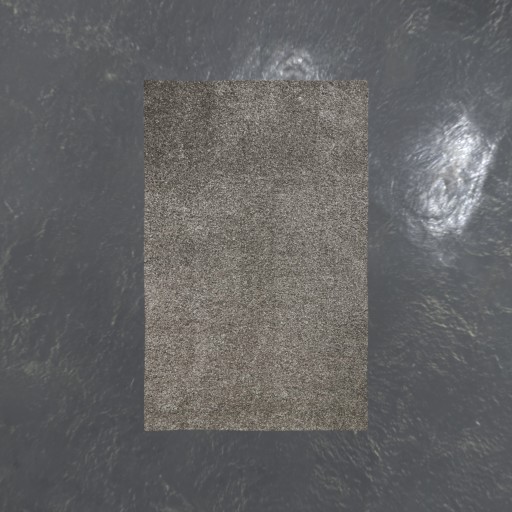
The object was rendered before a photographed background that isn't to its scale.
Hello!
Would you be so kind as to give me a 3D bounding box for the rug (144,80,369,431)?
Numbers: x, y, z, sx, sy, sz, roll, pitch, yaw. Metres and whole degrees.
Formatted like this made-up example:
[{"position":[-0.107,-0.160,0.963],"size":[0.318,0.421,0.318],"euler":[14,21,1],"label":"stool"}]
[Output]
[{"position":[0.000,0.000,2.976],"size":[1.501,0.025,2.352],"euler":[0,91,0],"label":"rug"}]
